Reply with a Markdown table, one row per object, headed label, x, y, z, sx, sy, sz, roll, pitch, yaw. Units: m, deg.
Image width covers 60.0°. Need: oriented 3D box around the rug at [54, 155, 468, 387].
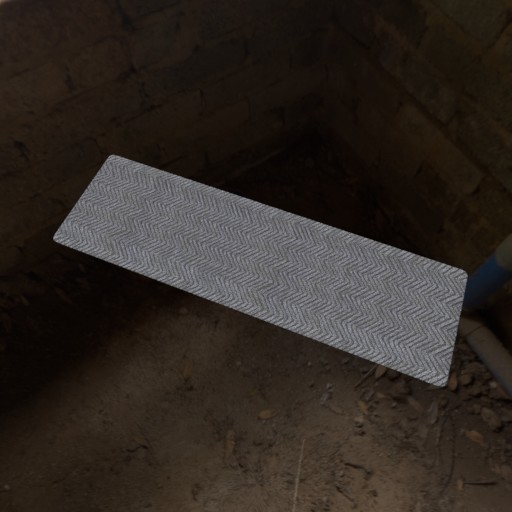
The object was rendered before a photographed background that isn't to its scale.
| label | x | y | z | sx | sy | sz | roll | pitch | yaw |
| --- | --- | --- | --- | --- | --- | --- | --- | --- | --- |
| rug | 0.000 | 0.000 | 2.528 | 2.286 | 0.008 | 0.686 | 19 | 65 | 10 |
